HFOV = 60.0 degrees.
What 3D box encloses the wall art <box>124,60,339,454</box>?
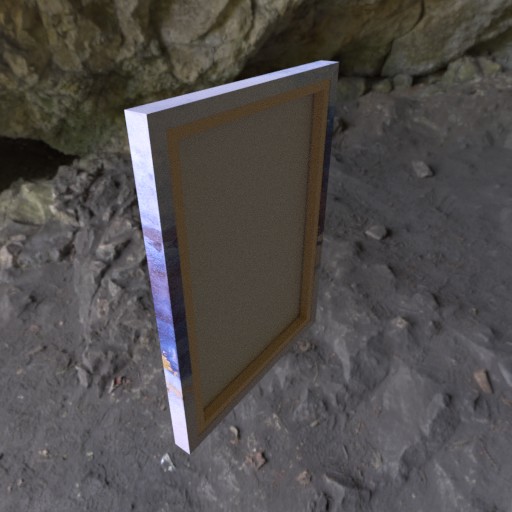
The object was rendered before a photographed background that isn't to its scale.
[{"bbox_3d":[0.000,0.000,0.776,0.036,0.581,0.437,21,38,30],"label":"wall art"}]
